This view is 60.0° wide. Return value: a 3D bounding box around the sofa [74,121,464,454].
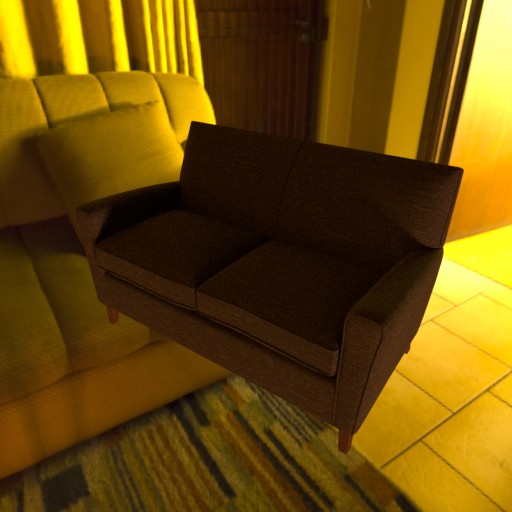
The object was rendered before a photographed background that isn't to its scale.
[{"bbox_3d":[0.000,0.000,2.036,1.509,0.905,0.867,19,35,31],"label":"sofa"}]
